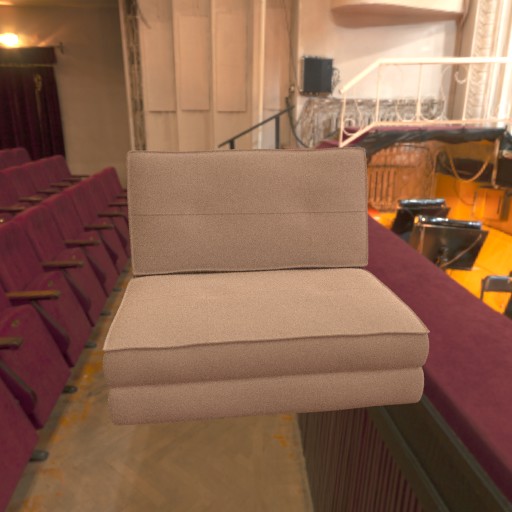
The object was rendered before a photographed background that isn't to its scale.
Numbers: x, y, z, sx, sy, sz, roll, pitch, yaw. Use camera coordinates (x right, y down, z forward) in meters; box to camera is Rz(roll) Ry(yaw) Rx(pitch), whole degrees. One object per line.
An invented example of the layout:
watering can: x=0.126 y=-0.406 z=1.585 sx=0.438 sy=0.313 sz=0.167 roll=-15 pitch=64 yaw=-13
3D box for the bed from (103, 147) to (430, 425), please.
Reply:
bed: x=0.000 y=0.000 z=1.340 sx=0.799 sy=0.614 sz=0.749 roll=-2 pitch=17 yaw=-7
